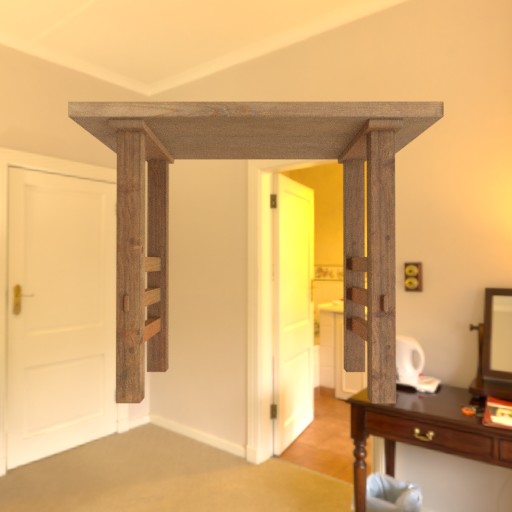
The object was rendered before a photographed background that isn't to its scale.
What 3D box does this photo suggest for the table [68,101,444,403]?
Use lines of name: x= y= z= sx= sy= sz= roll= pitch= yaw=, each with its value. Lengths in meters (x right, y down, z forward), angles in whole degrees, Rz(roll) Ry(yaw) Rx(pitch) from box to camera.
table: x=0.000 y=0.000 z=1.592 sx=1.119 sy=0.914 sz=0.556 roll=0 pitch=-1 yaw=0
